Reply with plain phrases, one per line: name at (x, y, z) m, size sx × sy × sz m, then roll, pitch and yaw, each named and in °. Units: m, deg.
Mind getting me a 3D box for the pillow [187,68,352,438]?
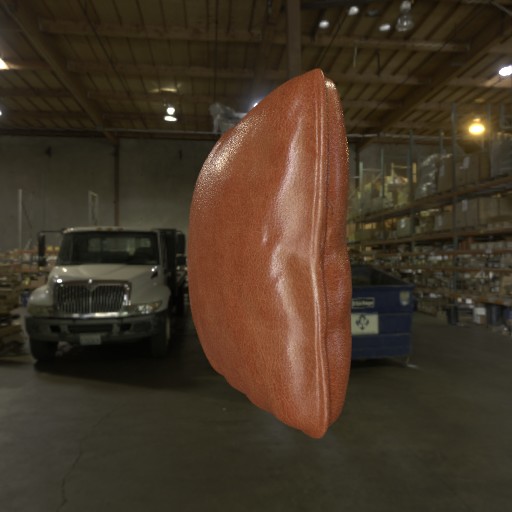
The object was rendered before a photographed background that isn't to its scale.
pillow at (0.000, 0.000, 0.830) m, size 0.236 × 0.523 × 0.532 m, roll 0°, pitch -1°, yaw -19°
